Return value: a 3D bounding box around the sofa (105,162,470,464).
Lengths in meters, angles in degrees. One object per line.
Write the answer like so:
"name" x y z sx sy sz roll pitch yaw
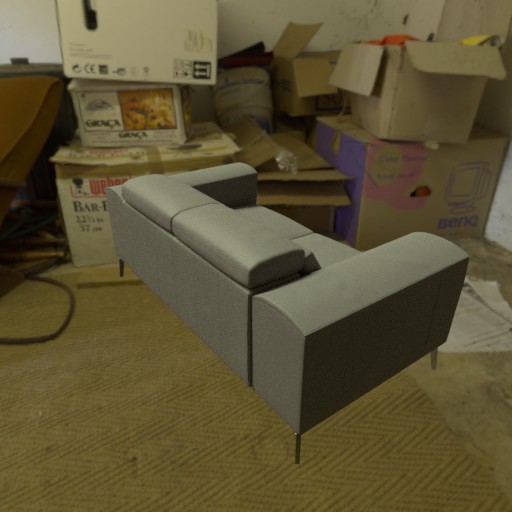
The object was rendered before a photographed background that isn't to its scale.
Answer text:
"sofa" 0.000 0.000 2.464 1.003 0.779 1.895 -19 32 -32
